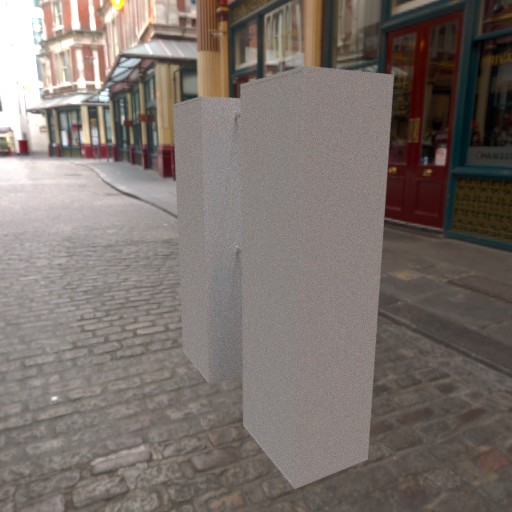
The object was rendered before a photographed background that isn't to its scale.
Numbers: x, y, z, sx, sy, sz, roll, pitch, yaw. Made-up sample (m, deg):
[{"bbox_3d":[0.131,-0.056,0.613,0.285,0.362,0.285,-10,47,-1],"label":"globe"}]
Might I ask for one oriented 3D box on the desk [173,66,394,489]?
[{"bbox_3d":[0.000,0.000,2.884,0.480,2.000,1.770,-7,15,-27],"label":"desk"}]
